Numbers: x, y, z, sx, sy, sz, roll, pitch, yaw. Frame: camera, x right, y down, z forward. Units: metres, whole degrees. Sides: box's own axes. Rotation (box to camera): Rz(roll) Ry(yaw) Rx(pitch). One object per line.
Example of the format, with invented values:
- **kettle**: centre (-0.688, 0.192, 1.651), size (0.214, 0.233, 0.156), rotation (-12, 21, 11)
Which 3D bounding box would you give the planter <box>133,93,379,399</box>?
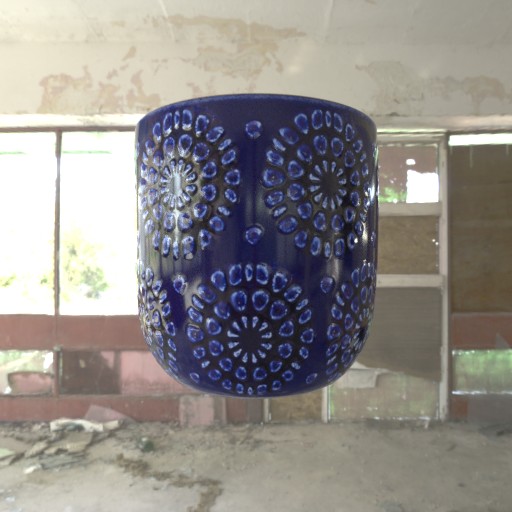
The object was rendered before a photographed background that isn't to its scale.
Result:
- **planter**: centre (0.000, 0.000, 0.204), size (0.109, 0.112, 0.109), rotation (0, 0, 0)
